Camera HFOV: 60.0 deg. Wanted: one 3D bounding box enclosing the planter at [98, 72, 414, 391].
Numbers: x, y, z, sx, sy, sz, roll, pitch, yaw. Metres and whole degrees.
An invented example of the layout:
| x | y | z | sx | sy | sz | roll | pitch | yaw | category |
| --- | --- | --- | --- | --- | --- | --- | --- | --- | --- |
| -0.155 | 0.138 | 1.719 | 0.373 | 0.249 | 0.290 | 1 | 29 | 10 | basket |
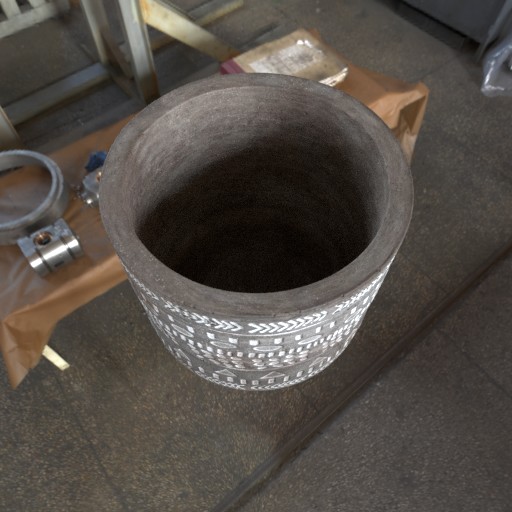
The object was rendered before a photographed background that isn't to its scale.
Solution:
| x | y | z | sx | sy | sz | roll | pitch | yaw | category |
| --- | --- | --- | --- | --- | --- | --- | --- | --- | --- |
| 0.000 | 0.000 | 0.226 | 0.122 | 0.128 | 0.122 | 0 | 59 | 0 | planter |
